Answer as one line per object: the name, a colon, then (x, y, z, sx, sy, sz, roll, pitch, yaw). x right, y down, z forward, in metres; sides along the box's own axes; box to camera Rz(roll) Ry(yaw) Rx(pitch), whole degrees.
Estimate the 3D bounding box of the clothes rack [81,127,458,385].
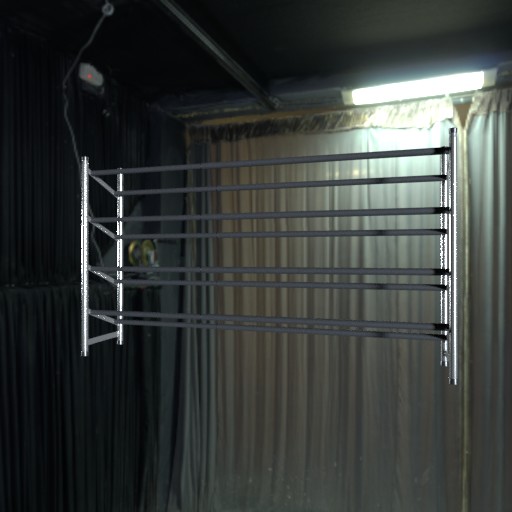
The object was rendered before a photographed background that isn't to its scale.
clothes rack: (0.000, 0.000, 1.429, 1.168, 0.672, 0.229, 0, 0, 17)
